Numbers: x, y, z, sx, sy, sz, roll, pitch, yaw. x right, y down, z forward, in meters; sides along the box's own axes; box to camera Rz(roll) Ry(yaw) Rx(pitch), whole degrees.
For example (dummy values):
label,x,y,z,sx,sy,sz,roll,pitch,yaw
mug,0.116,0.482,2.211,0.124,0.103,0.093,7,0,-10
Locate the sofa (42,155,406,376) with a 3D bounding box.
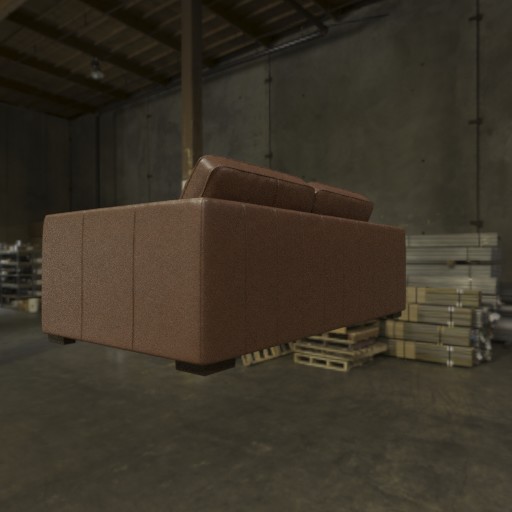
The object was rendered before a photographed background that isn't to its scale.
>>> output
label,x,y,z,sx,sy,sz,roll,pitch,yaw
sofa,0.000,0.000,2.478,1.070,0.800,1.920,0,0,37
